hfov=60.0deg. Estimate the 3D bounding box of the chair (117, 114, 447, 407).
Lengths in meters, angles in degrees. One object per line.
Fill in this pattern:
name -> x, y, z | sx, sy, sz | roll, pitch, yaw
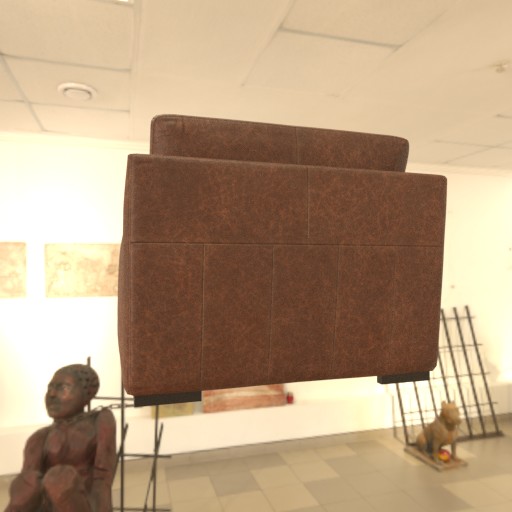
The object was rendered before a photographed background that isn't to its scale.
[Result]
chair -> 0.000, 0.000, 1.964 | 1.168, 0.939, 1.143 | 0, -1, -17
